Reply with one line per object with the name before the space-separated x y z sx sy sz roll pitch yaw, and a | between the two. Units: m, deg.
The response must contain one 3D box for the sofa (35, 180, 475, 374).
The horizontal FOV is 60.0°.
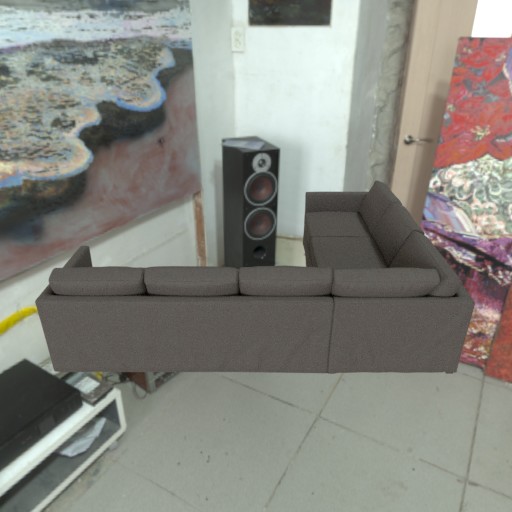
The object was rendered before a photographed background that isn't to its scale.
sofa | 0.000 0.000 4.355 3.182 0.871 2.432 0 27 0
